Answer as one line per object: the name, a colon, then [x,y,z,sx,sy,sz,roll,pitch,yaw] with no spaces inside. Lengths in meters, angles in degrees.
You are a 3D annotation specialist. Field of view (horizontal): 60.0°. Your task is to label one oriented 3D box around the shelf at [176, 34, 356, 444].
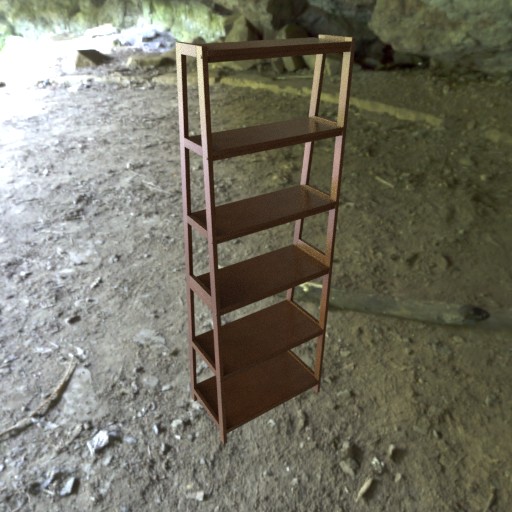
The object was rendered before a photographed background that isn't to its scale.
shelf: [0.000,0.000,2.137,0.660,1.892,0.382,-18,35,-28]
